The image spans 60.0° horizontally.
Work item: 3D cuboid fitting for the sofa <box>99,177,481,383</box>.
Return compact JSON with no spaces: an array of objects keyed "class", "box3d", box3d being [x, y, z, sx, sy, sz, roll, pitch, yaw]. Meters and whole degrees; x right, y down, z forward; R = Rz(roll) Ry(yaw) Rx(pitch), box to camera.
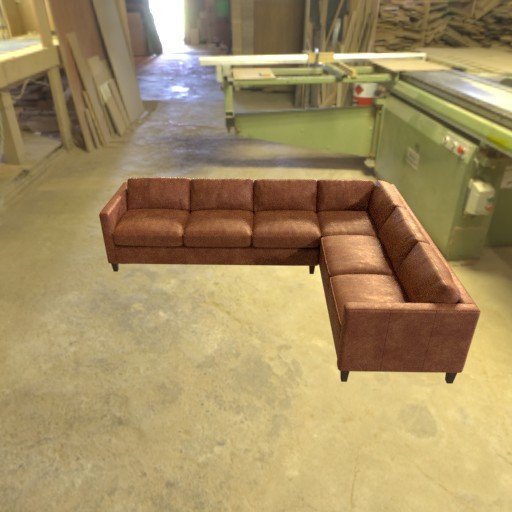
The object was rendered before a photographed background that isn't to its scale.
[{"class":"sofa","box3d":[0.000,0.000,4.240,3.167,0.838,2.438,1,30,1]}]
